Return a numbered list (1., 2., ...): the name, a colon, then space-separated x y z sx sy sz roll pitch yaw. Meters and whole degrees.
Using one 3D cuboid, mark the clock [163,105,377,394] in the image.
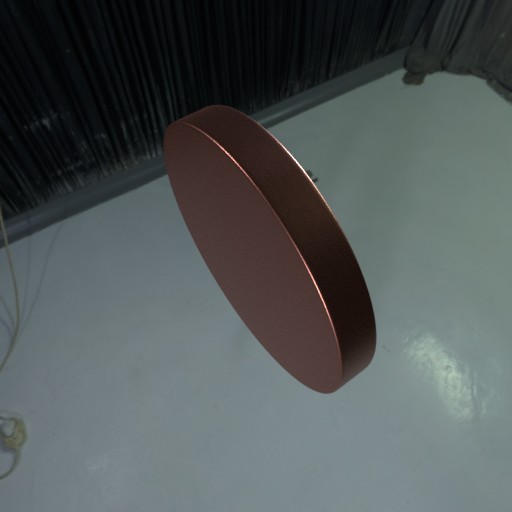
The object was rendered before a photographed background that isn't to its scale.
1. clock: 0.000 0.000 0.472 0.040 0.313 0.313 -31 64 -17
